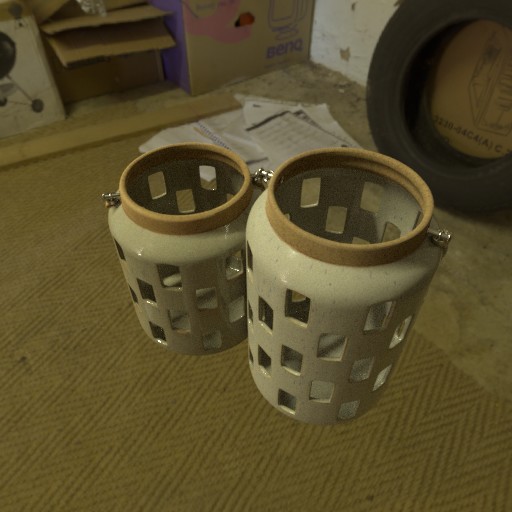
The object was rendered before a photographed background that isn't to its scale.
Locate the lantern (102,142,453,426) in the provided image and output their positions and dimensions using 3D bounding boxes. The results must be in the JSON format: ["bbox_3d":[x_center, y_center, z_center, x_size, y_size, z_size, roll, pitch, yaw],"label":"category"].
[{"bbox_3d":[0.000,0.000,0.476,0.347,0.255,0.184,23,50,21],"label":"lantern"}]
